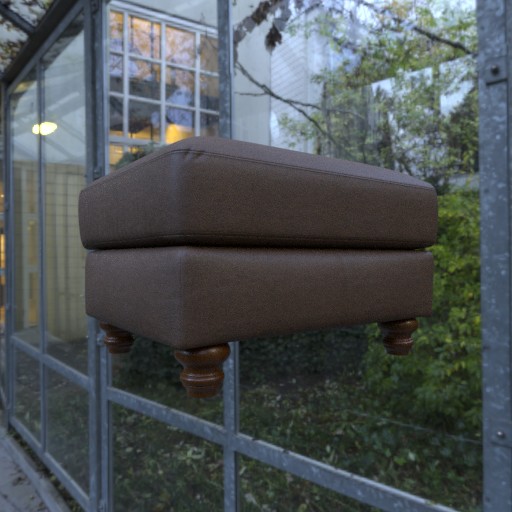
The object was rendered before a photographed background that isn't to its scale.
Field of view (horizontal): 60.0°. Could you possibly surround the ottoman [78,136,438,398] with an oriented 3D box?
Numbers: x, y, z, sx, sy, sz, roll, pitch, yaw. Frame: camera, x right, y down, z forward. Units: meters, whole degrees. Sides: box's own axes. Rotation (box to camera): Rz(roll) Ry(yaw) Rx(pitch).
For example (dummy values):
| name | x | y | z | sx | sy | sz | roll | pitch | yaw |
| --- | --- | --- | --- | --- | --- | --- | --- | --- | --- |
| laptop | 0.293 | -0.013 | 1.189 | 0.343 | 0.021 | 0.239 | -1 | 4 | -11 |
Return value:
| name | x | y | z | sx | sy | sz | roll | pitch | yaw |
| --- | --- | --- | --- | --- | --- | --- | --- | --- | --- |
| ottoman | 0.000 | 0.000 | 1.183 | 0.787 | 0.508 | 0.635 | 0 | 0 | -36 |
